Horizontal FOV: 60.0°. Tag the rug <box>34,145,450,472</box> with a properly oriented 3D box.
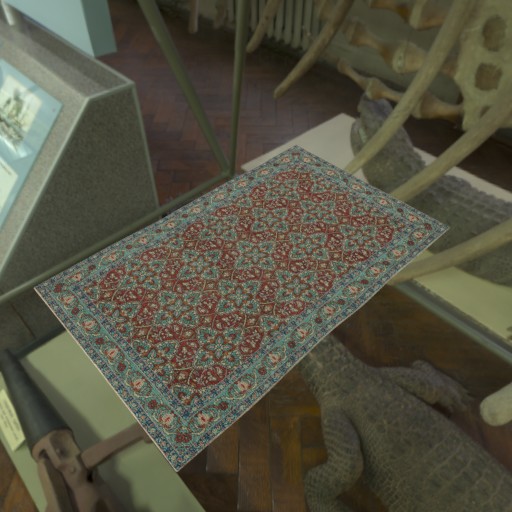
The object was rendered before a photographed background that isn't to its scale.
[{"bbox_3d":[0.000,0.000,3.010,2.439,0.011,1.533,-34,55,-29],"label":"rug"}]
